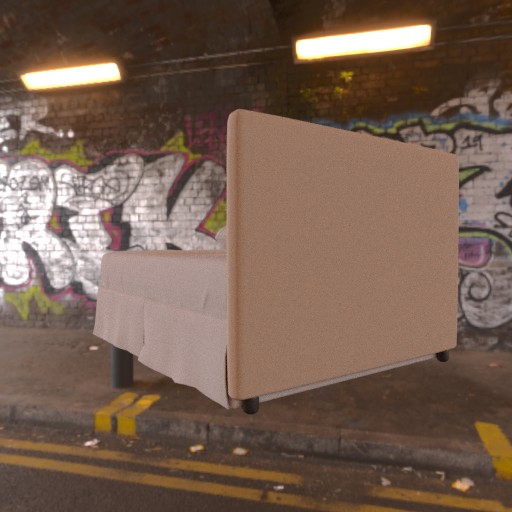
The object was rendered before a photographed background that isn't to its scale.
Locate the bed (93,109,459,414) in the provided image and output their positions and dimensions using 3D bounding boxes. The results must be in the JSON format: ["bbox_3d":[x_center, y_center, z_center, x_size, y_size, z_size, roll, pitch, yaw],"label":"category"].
[{"bbox_3d":[0.000,0.000,3.196,1.748,1.330,2.142,-1,2,-35],"label":"bed"}]
